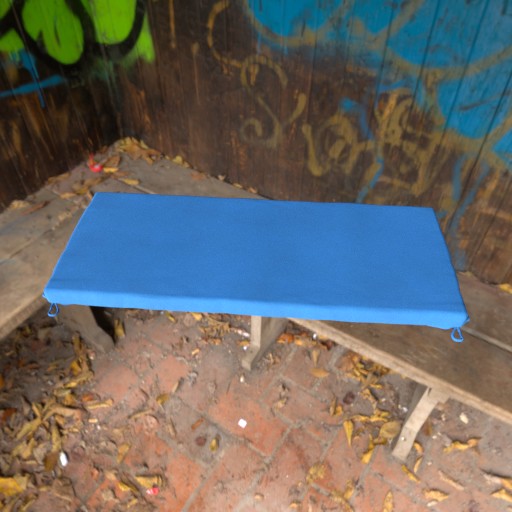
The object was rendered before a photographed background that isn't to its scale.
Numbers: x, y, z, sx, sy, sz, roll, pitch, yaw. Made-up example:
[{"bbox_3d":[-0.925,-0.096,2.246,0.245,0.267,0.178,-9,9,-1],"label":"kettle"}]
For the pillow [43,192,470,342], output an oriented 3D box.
[{"bbox_3d":[0.000,0.000,1.341,1.187,0.081,0.492,3,45,3],"label":"pillow"}]
